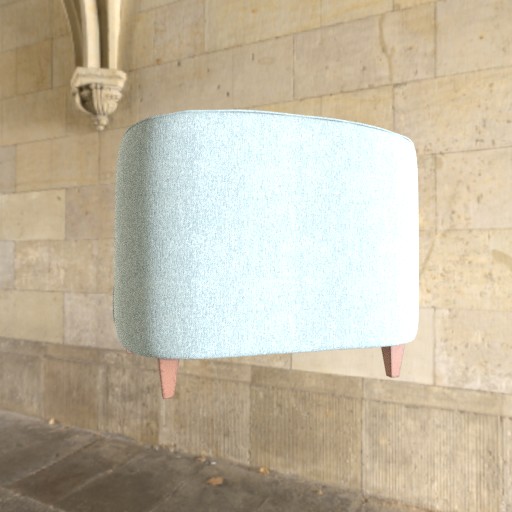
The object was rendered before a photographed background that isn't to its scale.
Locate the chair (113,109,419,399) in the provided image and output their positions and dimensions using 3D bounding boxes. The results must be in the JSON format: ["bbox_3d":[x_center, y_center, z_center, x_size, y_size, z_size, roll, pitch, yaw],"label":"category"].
[{"bbox_3d":[0.000,0.000,1.781,1.094,0.852,0.945,0,-1,-18],"label":"chair"}]
